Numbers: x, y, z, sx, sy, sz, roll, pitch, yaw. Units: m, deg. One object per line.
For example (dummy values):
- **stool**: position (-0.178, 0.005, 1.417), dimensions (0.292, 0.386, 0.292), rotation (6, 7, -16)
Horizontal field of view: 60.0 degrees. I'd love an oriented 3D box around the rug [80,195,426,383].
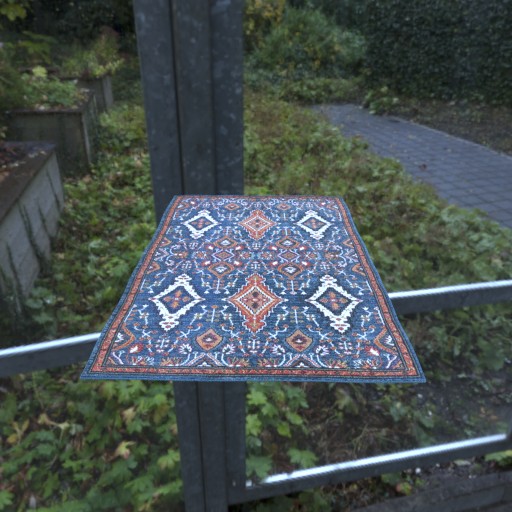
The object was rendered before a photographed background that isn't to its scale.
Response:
- **rug**: position (0.000, 0.000, 2.324), dimensions (1.195, 0.014, 1.847), rotation (0, 27, 1)
